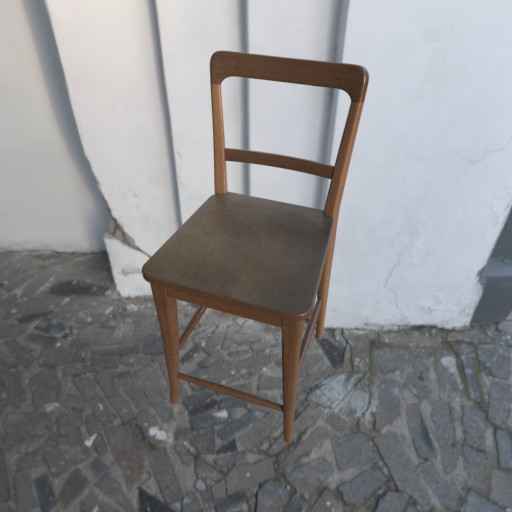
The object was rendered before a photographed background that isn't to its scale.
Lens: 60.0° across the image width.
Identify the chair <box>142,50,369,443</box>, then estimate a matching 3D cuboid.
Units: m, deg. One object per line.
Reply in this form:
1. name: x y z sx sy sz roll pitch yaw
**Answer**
1. chair: 0.000 0.000 1.316 0.450 0.991 0.546 13 42 15
